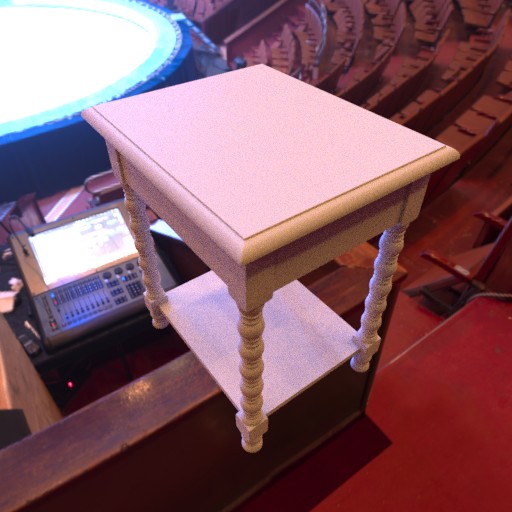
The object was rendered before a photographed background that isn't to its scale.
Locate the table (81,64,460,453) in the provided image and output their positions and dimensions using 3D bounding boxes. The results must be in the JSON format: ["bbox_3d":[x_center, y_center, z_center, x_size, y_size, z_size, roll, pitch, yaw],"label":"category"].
[{"bbox_3d":[0.000,0.000,0.846,0.381,0.531,0.460,-26,48,-27],"label":"table"}]
